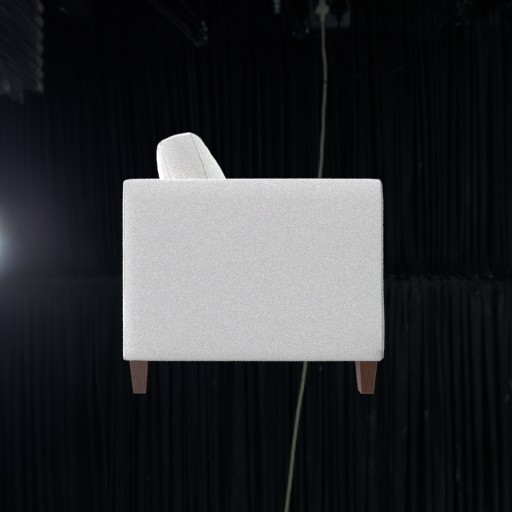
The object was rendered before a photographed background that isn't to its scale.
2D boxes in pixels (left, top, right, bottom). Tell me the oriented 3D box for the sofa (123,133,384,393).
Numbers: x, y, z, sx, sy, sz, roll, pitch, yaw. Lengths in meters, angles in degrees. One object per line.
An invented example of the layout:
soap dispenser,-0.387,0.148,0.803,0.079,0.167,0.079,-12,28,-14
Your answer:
sofa,0.000,0.000,2.259,0.873,0.888,1.722,0,0,0
